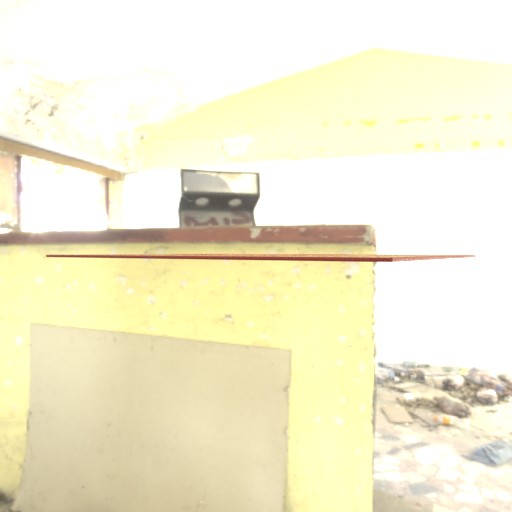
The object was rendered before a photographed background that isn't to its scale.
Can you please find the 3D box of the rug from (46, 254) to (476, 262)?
[{"bbox_3d":[0.000,0.000,2.221,1.802,0.013,1.194,0,1,36],"label":"rug"}]
